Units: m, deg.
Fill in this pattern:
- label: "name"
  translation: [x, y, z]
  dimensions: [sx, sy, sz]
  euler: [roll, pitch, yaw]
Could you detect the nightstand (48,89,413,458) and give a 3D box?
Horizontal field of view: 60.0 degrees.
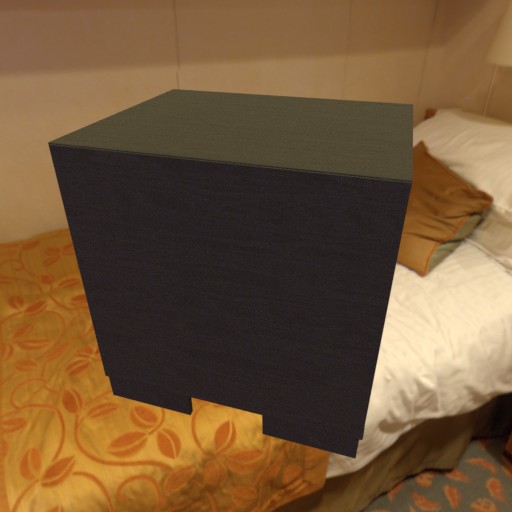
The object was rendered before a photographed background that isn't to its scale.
- label: "nightstand"
  translation: [0.000, 0.000, 0.744]
  dimensions: [0.427, 0.448, 0.347]
  euler: [9, 32, 14]
